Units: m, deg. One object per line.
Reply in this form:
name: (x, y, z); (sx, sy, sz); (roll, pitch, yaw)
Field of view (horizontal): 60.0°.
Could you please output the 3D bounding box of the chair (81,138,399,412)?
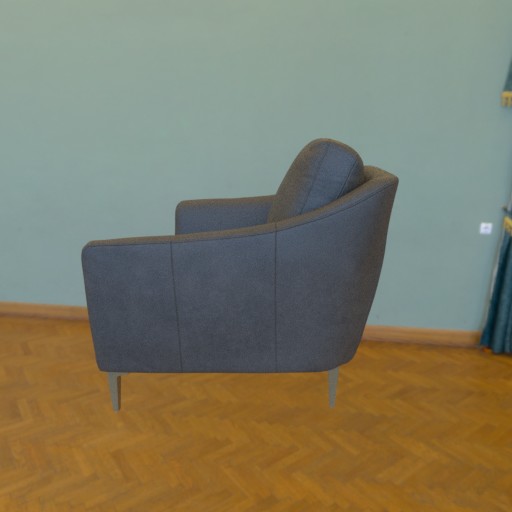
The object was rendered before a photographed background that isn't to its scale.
chair: (0.000, 0.000, 1.758); (0.961, 0.901, 0.988); (2, 15, 8)
